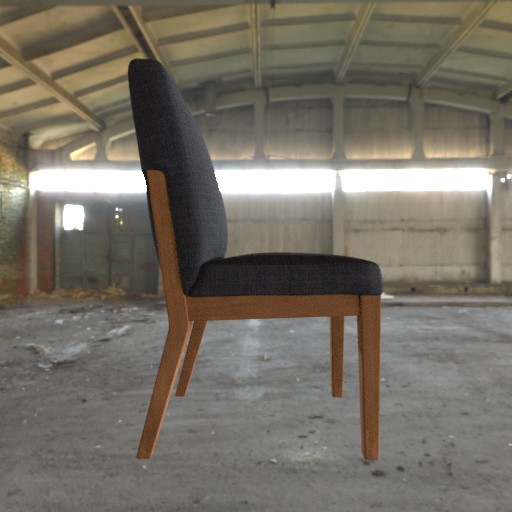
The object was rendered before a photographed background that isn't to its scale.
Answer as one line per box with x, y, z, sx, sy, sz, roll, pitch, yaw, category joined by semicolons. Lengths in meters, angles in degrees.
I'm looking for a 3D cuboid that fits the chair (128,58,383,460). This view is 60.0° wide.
0.000;0.000;1.228;0.586;0.911;0.507;0;0;1;chair
